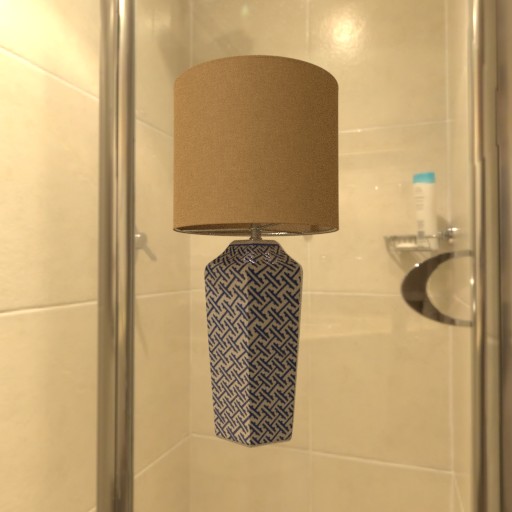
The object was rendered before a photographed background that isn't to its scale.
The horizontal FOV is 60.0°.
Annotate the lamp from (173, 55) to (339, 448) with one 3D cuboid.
[{"bbox_3d":[0.000,0.000,0.866,0.320,0.682,0.320,0,-1,-18],"label":"lamp"}]
